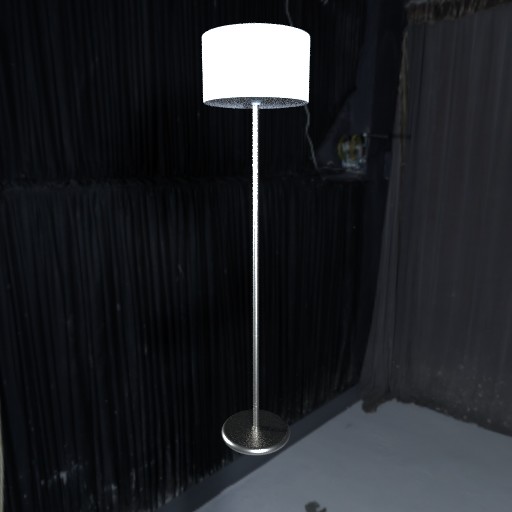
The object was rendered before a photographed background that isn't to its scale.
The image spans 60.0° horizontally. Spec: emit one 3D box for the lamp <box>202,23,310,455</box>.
[{"bbox_3d":[0.000,0.000,1.597,0.347,1.443,0.347,12,18,43],"label":"lamp"}]
